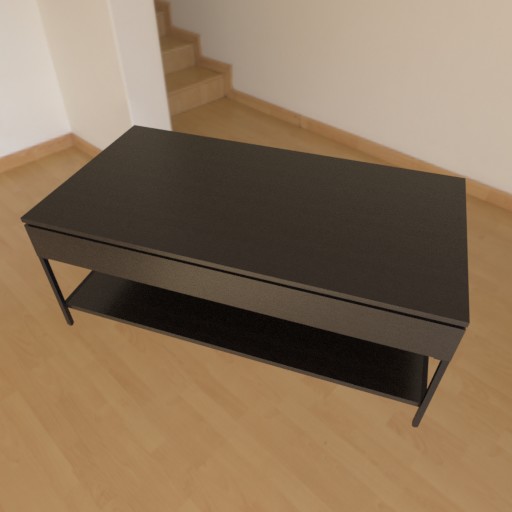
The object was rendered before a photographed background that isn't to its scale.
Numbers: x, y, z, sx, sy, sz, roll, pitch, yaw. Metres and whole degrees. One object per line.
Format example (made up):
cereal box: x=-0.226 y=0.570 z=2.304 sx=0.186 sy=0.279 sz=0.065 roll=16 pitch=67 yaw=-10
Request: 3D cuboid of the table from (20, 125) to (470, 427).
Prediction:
table: x=0.000 y=0.000 z=1.363 sx=1.095 sy=0.435 sz=0.574 roll=13 pitch=43 yaw=14
